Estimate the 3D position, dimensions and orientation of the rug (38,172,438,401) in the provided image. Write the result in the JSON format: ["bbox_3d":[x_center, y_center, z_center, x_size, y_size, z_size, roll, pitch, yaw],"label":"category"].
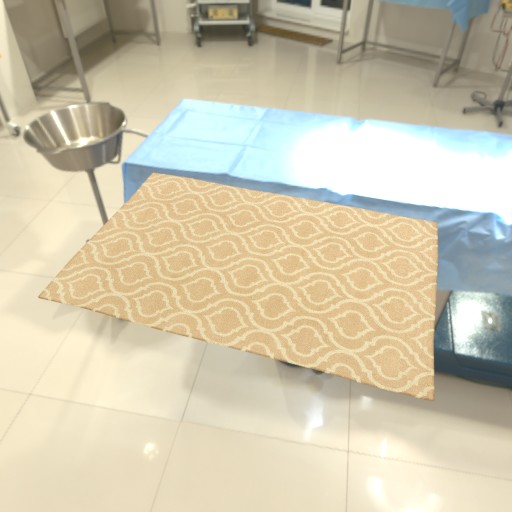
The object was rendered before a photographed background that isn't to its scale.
[{"bbox_3d":[0.000,0.000,2.247,1.761,0.013,1.152,12,43,13],"label":"rug"}]
